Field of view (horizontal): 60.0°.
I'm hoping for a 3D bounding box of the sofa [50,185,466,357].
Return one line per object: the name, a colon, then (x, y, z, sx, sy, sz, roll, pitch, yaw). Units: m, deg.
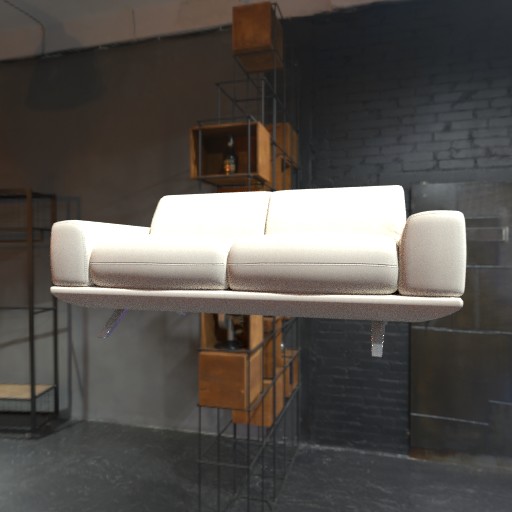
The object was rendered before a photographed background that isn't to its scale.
sofa: (0.000, 0.000, 2.314, 1.901, 0.772, 0.900, 0, 0, 18)
